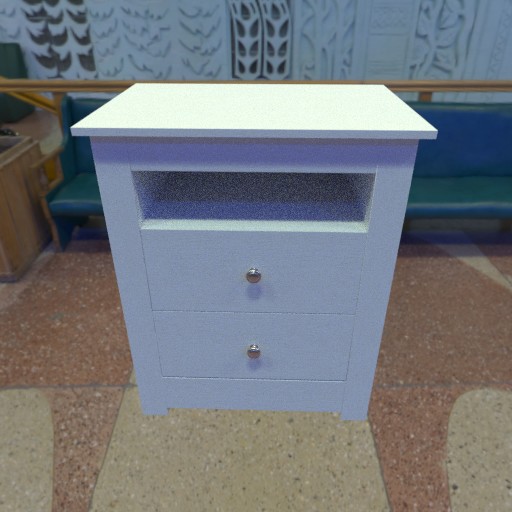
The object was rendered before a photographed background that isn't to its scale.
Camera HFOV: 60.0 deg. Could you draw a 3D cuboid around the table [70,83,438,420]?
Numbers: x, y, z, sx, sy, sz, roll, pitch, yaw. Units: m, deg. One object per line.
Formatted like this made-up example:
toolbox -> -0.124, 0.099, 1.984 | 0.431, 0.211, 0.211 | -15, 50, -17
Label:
table -> 0.000, 0.000, 1.063 | 0.589, 0.711, 0.406 | 1, 31, 2
